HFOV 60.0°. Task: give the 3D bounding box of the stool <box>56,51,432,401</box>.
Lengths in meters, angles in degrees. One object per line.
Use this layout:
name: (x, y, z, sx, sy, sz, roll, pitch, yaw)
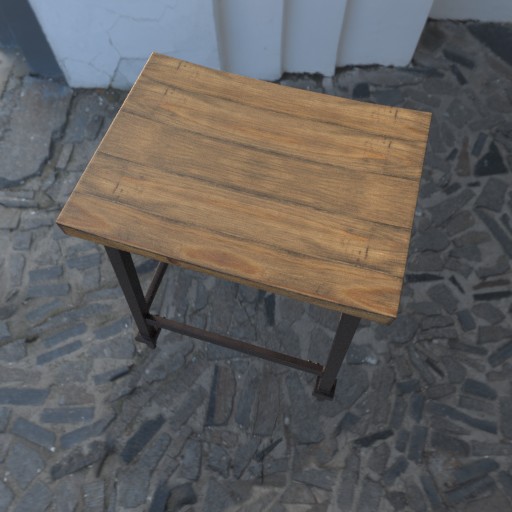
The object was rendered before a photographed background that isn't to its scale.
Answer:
stool: (0.000, 0.000, 0.930, 0.486, 0.625, 0.405, 15, 65, 7)
